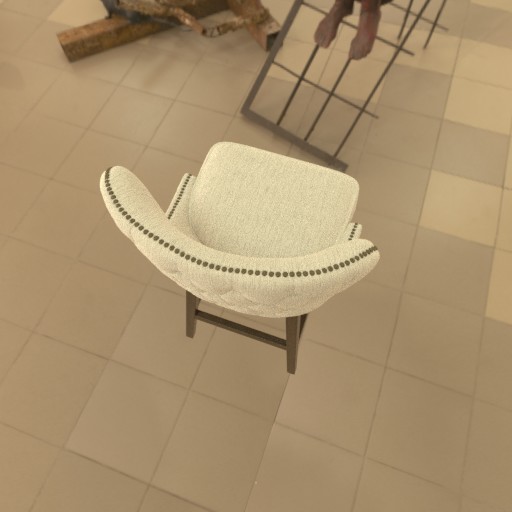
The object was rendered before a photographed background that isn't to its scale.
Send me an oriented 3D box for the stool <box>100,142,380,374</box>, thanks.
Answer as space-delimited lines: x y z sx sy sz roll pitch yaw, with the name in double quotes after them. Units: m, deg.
0.000 0.000 1.366 0.615 0.972 0.597 18 64 9 "stool"
